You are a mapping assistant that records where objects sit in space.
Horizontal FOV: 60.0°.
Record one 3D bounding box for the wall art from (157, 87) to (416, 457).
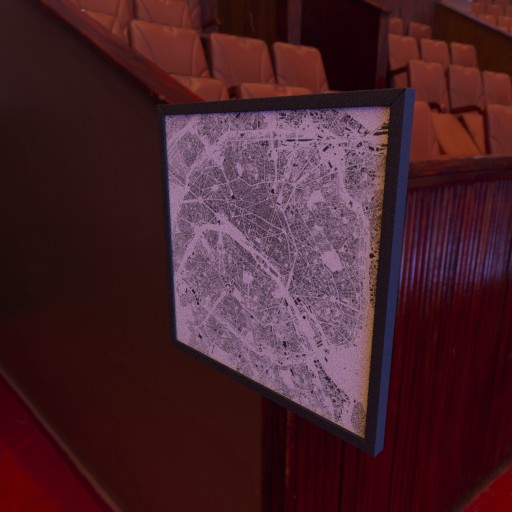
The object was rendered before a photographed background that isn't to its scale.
[{"bbox_3d":[0.000,0.000,1.138,0.763,0.763,0.037,15,21,42],"label":"wall art"}]
